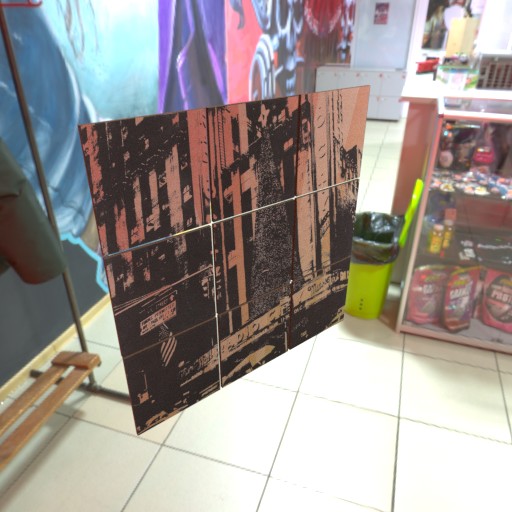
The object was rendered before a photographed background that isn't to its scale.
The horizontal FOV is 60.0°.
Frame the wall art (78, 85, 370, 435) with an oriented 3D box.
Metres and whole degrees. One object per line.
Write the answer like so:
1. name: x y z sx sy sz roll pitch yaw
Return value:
1. wall art: 0.000 0.000 2.271 1.527 1.521 0.017 -21 35 -33
